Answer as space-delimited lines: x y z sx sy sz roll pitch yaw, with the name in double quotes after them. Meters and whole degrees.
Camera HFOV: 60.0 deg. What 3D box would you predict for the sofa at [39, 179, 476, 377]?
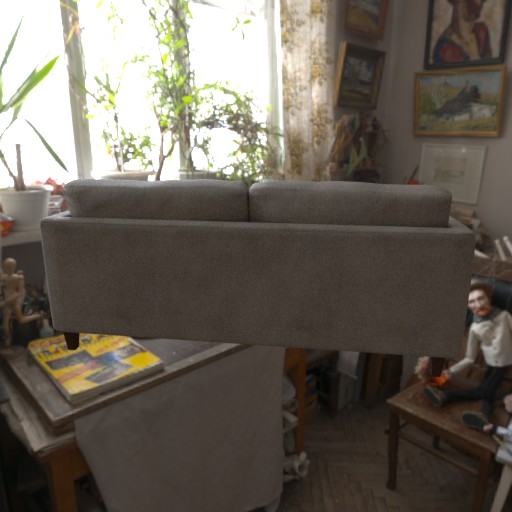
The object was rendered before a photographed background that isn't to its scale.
0.000 0.000 2.687 2.208 0.965 0.951 2 16 8 "sofa"
